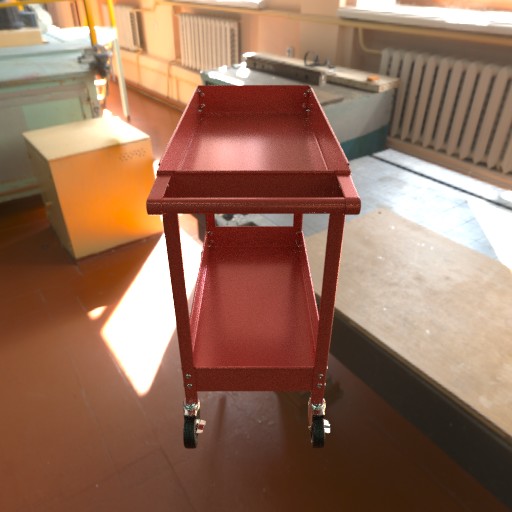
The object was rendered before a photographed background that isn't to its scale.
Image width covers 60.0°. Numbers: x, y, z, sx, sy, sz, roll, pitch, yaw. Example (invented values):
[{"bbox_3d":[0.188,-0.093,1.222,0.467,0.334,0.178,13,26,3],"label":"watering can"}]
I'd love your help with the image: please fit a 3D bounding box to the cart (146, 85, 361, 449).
[{"bbox_3d":[0.000,0.000,1.193,0.366,0.719,0.779,0,33,0],"label":"cart"}]
